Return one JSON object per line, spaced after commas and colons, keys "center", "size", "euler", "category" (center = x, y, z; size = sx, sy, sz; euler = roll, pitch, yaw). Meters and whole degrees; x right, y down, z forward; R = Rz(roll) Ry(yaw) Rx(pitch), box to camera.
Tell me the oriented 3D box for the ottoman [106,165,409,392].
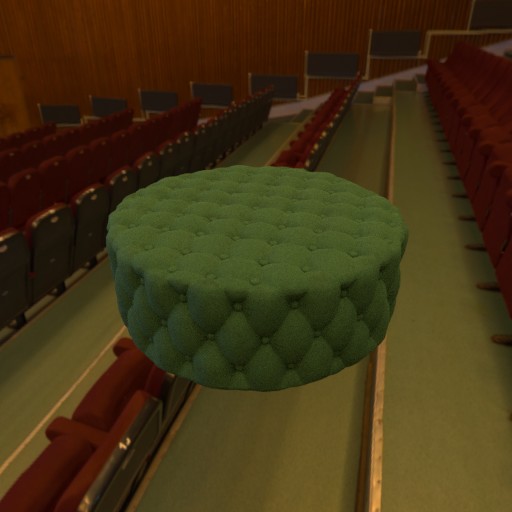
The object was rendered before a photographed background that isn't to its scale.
{"center": [0.000, 0.000, 1.584], "size": [0.998, 0.399, 0.998], "euler": [0, 29, 0], "category": "ottoman"}
